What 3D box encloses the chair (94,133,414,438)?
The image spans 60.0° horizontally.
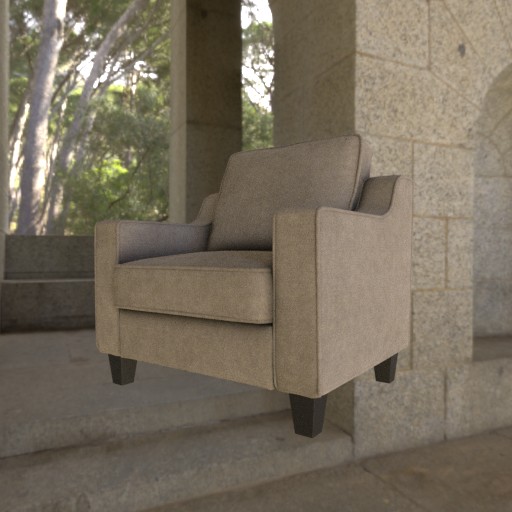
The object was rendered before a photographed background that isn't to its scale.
[{"bbox_3d":[0.000,0.000,1.664,0.926,0.944,0.840,0,1,36],"label":"chair"}]
